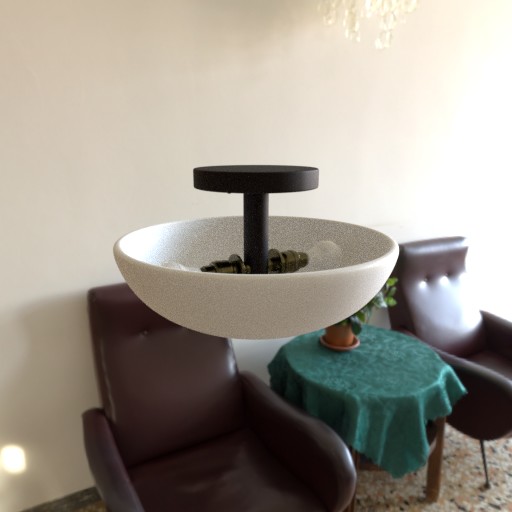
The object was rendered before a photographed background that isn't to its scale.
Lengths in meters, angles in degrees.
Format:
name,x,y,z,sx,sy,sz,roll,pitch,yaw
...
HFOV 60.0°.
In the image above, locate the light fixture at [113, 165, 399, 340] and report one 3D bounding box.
name,x,y,z,sx,sy,sz,roll,pitch,yaw
light fixture,0.000,0.000,0.542,0.331,0.212,0.331,0,14,0
